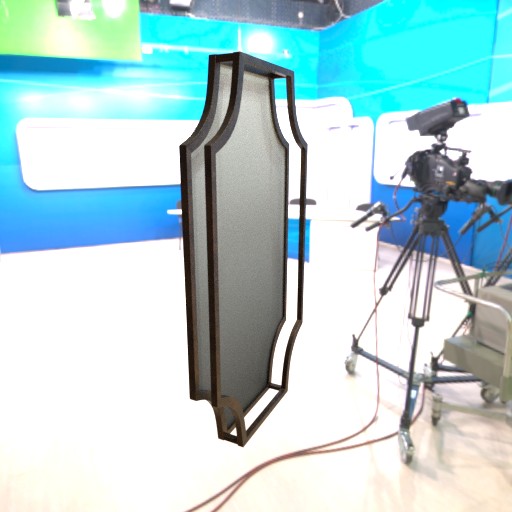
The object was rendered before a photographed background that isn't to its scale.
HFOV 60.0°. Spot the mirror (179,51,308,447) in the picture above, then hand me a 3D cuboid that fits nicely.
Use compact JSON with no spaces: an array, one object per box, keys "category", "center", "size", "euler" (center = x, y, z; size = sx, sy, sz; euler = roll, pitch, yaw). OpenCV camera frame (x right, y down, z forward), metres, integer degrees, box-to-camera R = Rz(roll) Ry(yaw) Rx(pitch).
[{"category":"mirror","center":[0.000,0.000,1.007],"size":[0.066,0.811,0.462],"euler":[7,16,26]}]
